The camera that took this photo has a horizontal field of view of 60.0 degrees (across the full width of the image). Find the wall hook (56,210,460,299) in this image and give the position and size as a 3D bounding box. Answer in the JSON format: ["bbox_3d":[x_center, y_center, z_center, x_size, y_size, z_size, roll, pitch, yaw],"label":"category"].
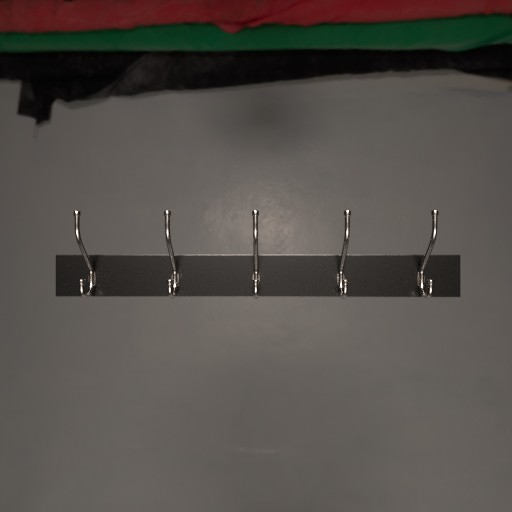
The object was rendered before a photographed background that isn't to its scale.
[{"bbox_3d":[0.000,0.000,0.605,0.571,0.117,0.071,0,0,1],"label":"wall hook"}]
